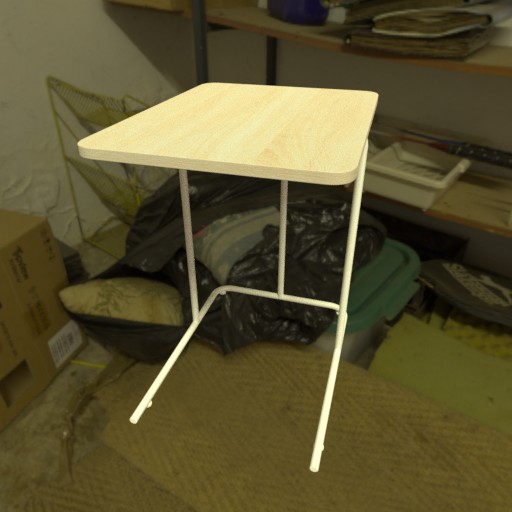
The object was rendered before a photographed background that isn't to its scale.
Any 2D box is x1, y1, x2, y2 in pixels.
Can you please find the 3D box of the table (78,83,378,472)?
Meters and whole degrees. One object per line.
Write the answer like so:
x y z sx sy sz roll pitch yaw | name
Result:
0.000 0.000 0.872 0.370 0.550 0.480 9 32 14 | table
